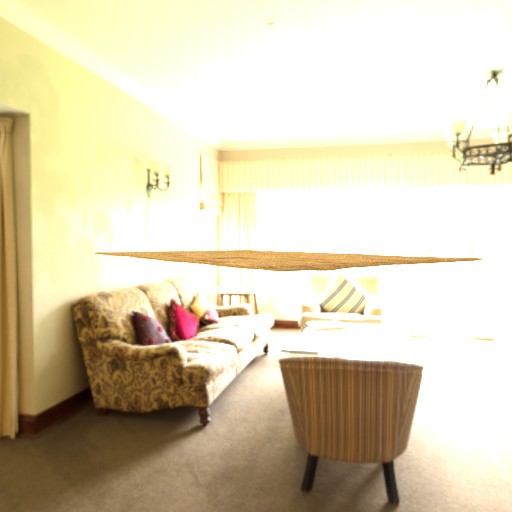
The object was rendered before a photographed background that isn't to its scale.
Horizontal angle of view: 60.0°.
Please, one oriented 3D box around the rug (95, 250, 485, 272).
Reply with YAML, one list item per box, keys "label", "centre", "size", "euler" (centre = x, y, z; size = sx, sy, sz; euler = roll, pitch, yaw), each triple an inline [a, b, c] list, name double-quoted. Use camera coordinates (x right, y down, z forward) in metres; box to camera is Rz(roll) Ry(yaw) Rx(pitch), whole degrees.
- label: "rug"
  centre: [0.000, 0.000, 3.112]
  size: [1.531, 0.023, 2.444]
  euler: [-2, 3, -36]
